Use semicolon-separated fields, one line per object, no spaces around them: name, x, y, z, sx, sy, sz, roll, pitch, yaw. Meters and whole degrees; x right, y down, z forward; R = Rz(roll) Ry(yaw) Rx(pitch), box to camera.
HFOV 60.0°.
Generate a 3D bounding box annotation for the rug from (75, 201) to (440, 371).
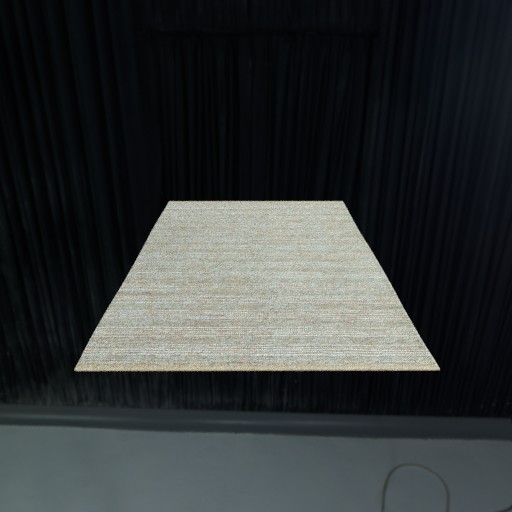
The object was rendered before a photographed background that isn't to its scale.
rug;0.000;0.000;2.321;1.240;0.010;1.824;0;25;0
